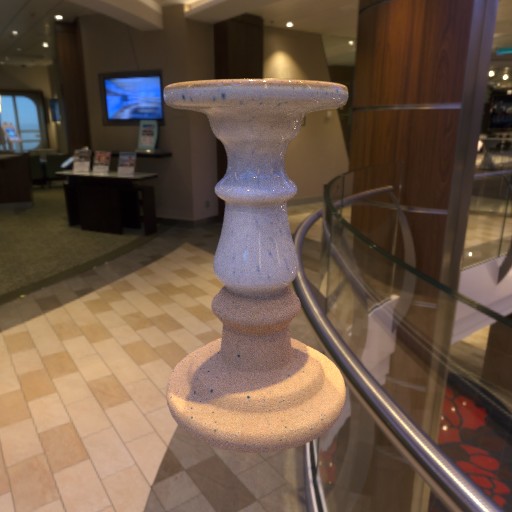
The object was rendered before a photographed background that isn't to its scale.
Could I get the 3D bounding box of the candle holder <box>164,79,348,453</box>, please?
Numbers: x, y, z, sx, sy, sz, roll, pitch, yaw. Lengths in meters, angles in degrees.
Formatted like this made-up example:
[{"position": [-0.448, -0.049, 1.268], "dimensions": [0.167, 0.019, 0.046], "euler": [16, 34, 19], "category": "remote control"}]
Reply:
[{"position": [0.000, 0.000, 0.282], "dimensions": [0.123, 0.202, 0.123], "euler": [0, 17, 0], "category": "candle holder"}]
